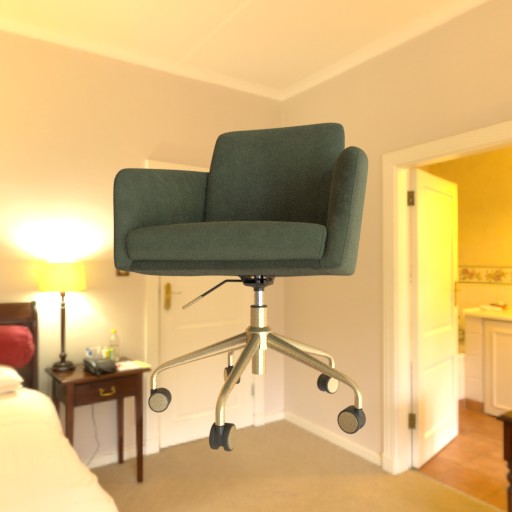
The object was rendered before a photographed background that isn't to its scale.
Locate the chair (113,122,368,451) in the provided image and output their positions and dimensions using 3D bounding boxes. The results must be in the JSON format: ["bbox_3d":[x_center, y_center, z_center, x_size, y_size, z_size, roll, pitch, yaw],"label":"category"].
[{"bbox_3d":[0.000,0.000,1.290,0.641,0.908,0.635,0,-1,17],"label":"chair"}]
